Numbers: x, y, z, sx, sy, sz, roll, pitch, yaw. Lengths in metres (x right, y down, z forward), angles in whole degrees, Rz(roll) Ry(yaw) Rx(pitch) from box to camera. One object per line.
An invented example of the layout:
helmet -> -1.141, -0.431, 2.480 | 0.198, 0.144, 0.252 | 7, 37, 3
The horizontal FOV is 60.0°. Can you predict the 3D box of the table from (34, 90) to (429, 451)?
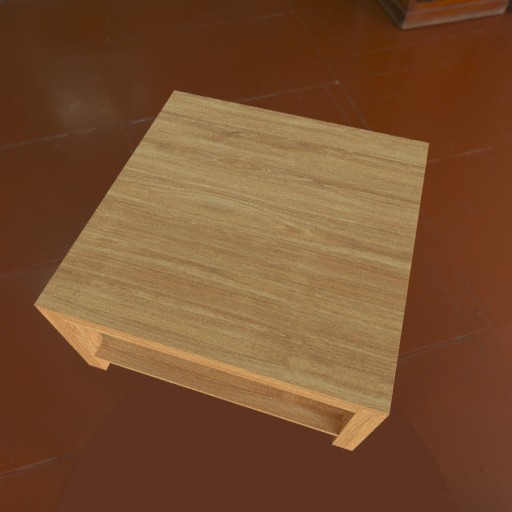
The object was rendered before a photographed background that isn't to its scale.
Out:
table -> 0.000, 0.000, 1.474 | 0.900, 0.450, 0.900 | 15, 58, 9
